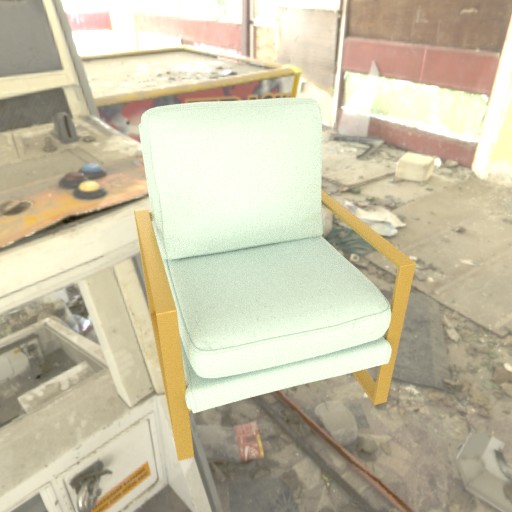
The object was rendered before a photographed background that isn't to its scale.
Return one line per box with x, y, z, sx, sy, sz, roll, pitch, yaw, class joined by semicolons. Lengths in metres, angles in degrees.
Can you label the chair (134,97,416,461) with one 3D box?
0.000;0.000;1.550;0.758;0.956;0.813;-10;33;-15;chair
